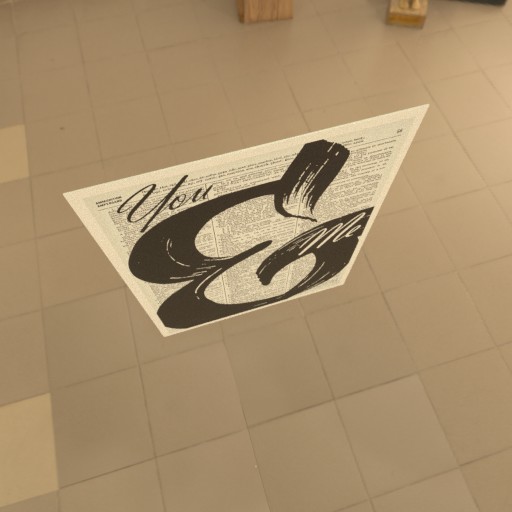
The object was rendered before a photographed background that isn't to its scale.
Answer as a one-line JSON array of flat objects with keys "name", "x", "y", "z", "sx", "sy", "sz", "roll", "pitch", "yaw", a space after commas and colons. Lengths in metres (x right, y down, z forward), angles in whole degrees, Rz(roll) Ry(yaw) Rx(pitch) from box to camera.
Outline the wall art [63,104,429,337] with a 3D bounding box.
[{"name": "wall art", "x": 0.000, "y": 0.000, "z": 0.806, "sx": 0.457, "sy": 0.609, "sz": 0.003, "roll": -16, "pitch": 66, "yaw": -7}]
